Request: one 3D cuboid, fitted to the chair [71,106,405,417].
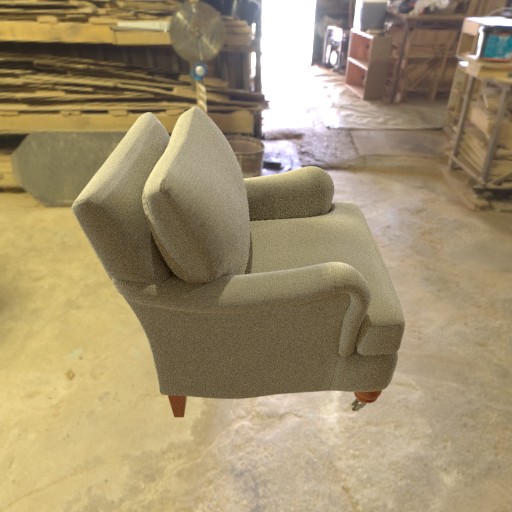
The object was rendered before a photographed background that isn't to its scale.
[{"bbox_3d":[0.000,0.000,1.872,1.070,1.038,0.955,0,34,0],"label":"chair"}]
